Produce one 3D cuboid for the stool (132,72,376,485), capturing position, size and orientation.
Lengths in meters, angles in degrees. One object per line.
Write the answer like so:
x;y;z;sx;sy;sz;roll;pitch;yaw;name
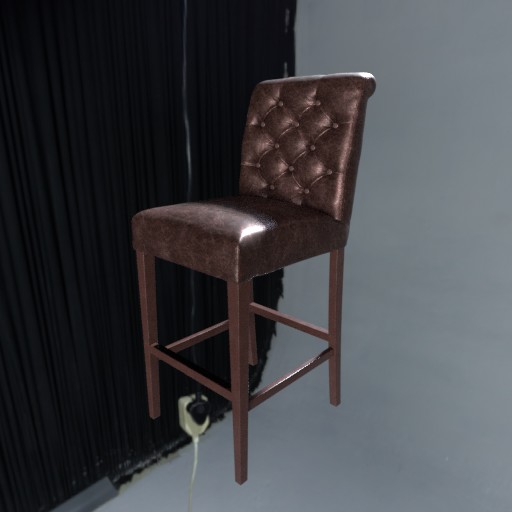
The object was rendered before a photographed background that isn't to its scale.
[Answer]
0.000;0.000;1.495;0.483;1.168;0.659;15;23;41;stool
